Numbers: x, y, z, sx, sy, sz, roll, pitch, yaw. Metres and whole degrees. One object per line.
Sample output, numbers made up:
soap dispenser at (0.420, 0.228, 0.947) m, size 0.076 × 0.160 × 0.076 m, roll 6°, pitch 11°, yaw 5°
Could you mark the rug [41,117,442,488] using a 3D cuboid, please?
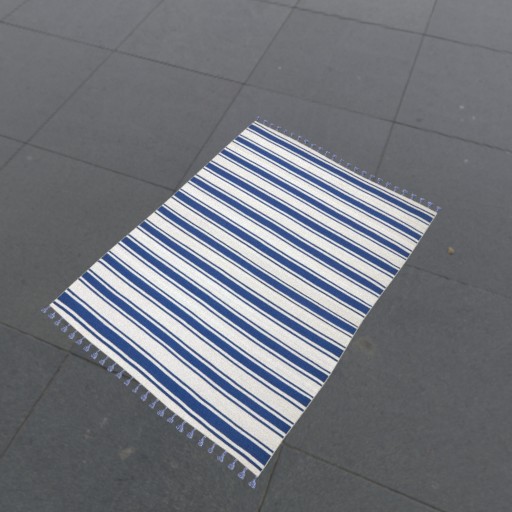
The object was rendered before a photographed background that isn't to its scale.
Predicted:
rug at (0.000, 0.000, 4.446) m, size 2.471 × 0.016 × 3.416 m, roll 32°, pitch 63°, yaw 19°
